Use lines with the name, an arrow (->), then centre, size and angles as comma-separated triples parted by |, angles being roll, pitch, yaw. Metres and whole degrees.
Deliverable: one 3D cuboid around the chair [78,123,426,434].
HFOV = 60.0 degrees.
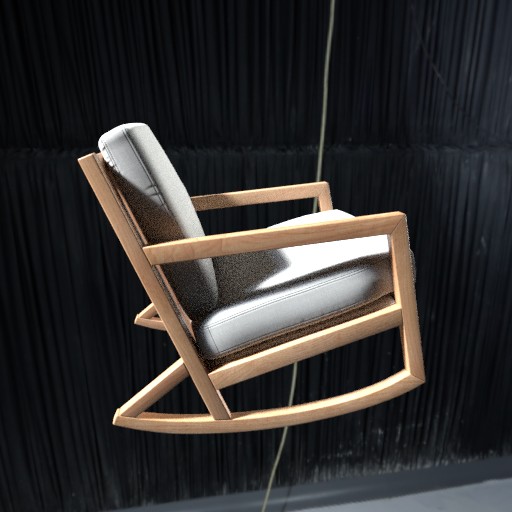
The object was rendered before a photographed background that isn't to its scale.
chair -> 0.000, 0.000, 1.377 | 0.857, 0.790, 0.622 | -3, 17, -9
